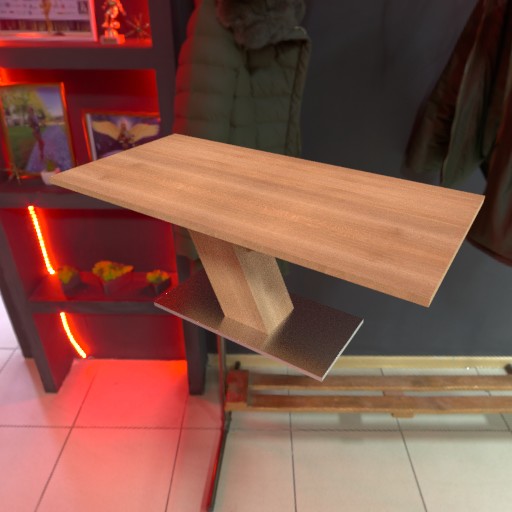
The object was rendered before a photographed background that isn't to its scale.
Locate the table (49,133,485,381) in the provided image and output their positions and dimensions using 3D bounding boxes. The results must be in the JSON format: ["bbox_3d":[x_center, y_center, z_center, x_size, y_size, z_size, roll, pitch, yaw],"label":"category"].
[{"bbox_3d":[0.000,0.000,2.226,1.800,0.750,0.900,19,36,28],"label":"table"}]
